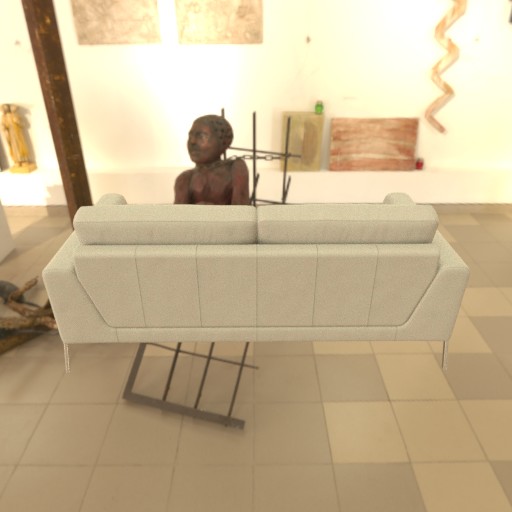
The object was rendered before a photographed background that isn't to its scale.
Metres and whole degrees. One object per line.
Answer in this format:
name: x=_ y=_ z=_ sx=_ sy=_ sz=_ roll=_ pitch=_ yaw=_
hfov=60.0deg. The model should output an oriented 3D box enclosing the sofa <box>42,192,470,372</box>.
sofa: x=0.000 y=0.000 z=2.537 sx=2.017 sy=0.875 sz=0.953 roll=0 pitch=30 yaw=-1
